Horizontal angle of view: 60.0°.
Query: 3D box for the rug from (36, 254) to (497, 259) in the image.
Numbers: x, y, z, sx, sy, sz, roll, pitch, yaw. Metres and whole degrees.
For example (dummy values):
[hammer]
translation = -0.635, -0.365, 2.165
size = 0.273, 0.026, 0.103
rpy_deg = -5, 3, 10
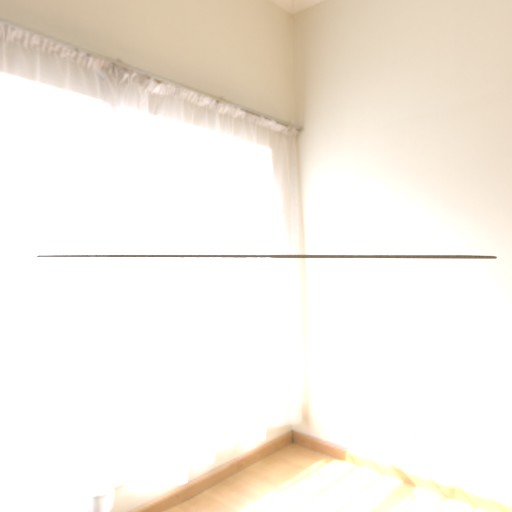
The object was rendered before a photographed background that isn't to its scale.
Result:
[rug]
translation = 0.000, 0.000, 2.635
size = 2.388, 0.012, 0.864
rpy_deg = 0, 0, 16
